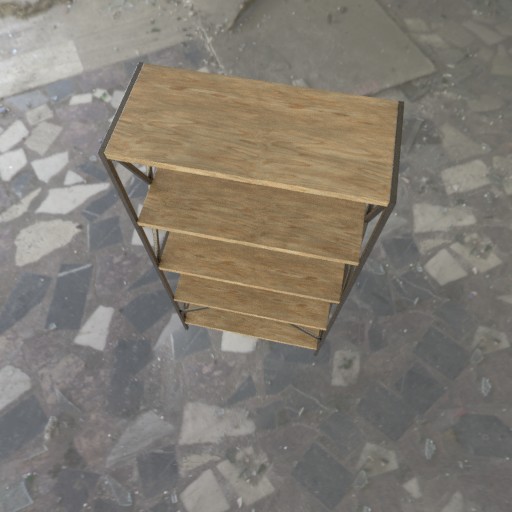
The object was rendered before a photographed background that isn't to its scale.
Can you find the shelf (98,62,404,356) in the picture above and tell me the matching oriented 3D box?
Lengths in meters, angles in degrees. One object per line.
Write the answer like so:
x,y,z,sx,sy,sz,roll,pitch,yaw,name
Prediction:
0.000,0.000,2.160,0.874,1.803,0.386,11,65,5,shelf
